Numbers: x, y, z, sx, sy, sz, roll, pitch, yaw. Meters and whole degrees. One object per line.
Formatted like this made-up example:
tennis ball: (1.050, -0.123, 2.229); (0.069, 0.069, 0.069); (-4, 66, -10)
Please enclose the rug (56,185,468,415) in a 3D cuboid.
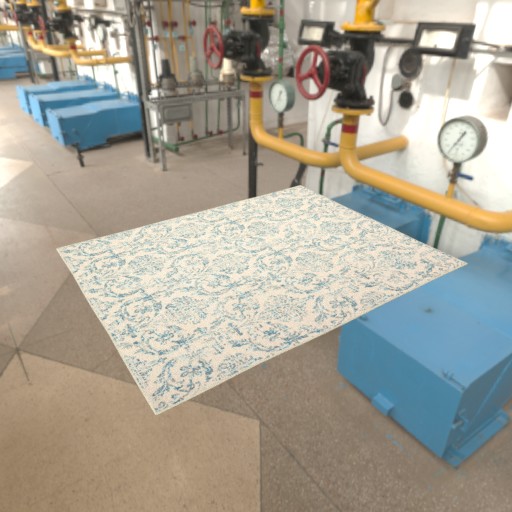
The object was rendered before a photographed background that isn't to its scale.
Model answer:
rug: (0.000, 0.000, 4.084); (2.980, 0.012, 2.363); (-19, 35, -29)
